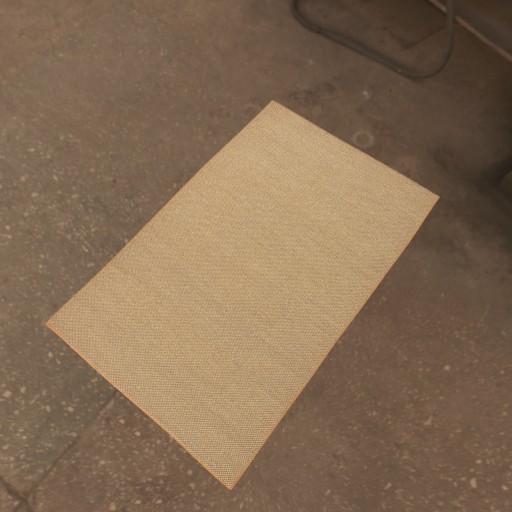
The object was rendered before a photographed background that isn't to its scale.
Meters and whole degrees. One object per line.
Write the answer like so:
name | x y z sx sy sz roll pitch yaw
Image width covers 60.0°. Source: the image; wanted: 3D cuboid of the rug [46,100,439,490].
rug | 0.000 0.000 2.108 1.078 0.013 1.678 35 69 15
